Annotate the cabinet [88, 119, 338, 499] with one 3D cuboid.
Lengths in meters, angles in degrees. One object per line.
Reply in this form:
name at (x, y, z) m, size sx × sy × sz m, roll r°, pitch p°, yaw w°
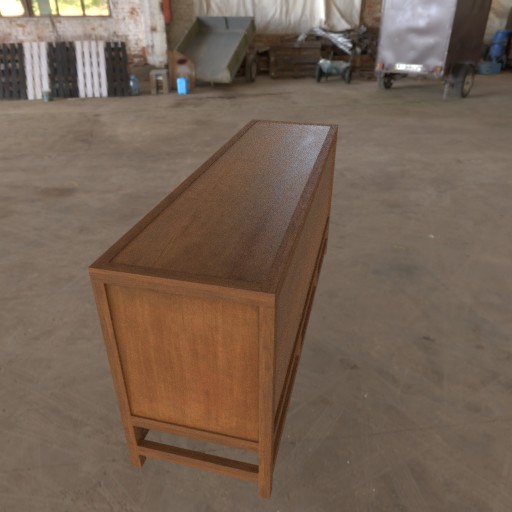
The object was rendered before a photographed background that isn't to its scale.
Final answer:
cabinet at (0.000, 0.000, 2.024) m, size 0.522 × 0.820 × 1.708 m, roll 7°, pitch 31°, yaw 12°
